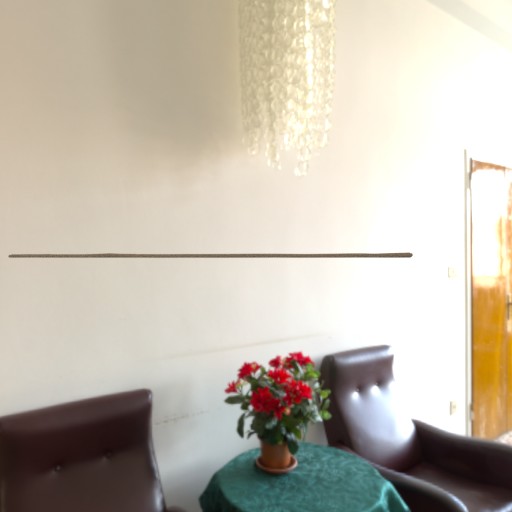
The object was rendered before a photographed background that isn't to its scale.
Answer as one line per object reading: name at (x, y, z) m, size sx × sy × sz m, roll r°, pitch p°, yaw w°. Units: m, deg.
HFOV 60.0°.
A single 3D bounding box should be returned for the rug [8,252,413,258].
rug at (0.000, 0.000, 0.858) m, size 0.548 × 0.006 × 0.639 m, roll 0°, pitch 0°, yaw 17°
